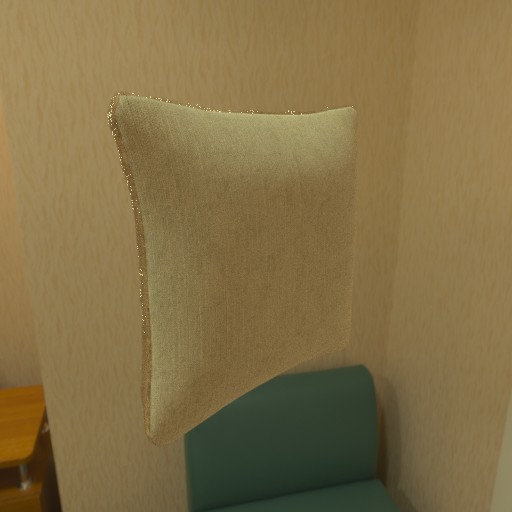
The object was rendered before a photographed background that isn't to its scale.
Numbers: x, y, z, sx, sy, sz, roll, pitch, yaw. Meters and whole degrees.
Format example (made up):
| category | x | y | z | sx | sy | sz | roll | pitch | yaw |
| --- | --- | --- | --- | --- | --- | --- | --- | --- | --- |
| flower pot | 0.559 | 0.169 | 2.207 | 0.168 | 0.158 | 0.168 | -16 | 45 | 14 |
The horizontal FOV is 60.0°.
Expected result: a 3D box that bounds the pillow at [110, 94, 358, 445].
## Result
| category | x | y | z | sx | sy | sz | roll | pitch | yaw |
| --- | --- | --- | --- | --- | --- | --- | --- | --- | --- |
| pillow | 0.000 | 0.000 | 0.786 | 0.538 | 0.525 | 0.216 | -15 | 22 | -43 |
